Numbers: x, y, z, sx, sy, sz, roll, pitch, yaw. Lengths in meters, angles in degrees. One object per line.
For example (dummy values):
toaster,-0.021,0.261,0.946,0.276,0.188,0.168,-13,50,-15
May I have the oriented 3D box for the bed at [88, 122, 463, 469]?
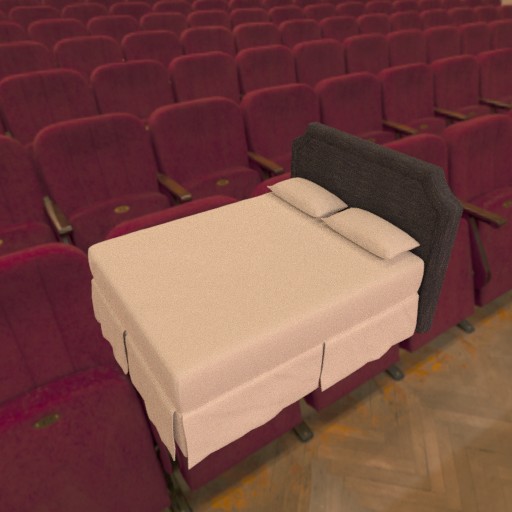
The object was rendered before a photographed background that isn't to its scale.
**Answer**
bed,0.000,0.000,3.168,2.116,1.290,1.693,-20,38,-28
